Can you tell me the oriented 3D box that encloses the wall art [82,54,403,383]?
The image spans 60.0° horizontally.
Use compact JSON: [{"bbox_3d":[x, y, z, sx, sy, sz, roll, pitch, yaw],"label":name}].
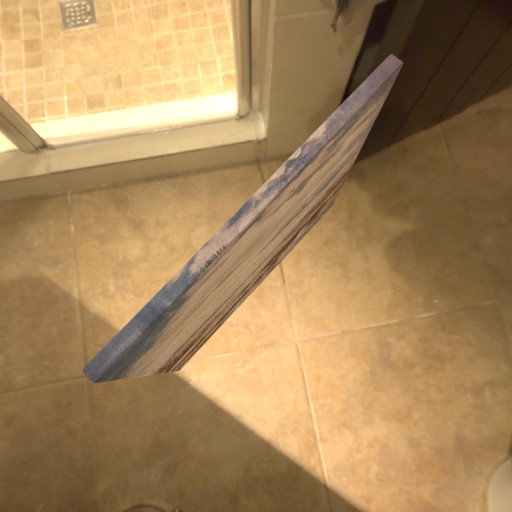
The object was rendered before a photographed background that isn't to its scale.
[{"bbox_3d":[0.000,0.000,1.300,0.035,0.897,0.888,42,80,9],"label":"wall art"}]
